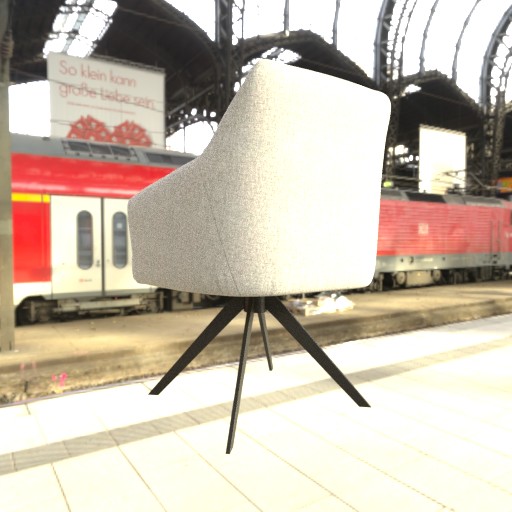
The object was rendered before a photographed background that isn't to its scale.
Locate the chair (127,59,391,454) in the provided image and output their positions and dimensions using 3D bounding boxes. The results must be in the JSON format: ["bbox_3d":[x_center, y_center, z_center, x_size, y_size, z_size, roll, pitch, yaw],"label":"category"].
[{"bbox_3d":[0.000,0.000,1.321,0.642,0.874,0.677,-2,3,-35],"label":"chair"}]
